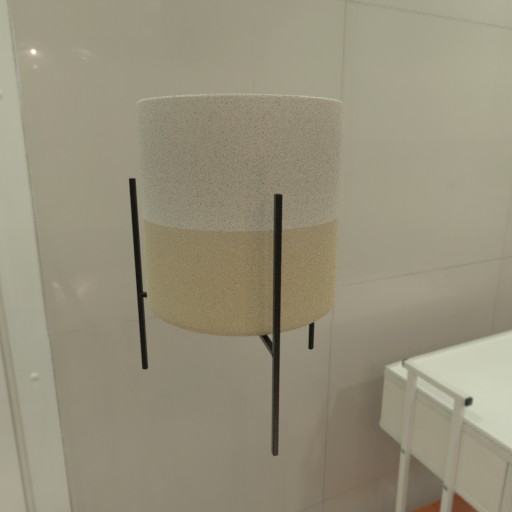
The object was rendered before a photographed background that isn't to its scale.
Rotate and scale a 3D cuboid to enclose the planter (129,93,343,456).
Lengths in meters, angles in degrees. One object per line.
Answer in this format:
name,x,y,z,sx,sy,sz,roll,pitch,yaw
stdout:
planter,0.000,0.000,0.553,0.263,0.362,0.267,-7,16,-26
